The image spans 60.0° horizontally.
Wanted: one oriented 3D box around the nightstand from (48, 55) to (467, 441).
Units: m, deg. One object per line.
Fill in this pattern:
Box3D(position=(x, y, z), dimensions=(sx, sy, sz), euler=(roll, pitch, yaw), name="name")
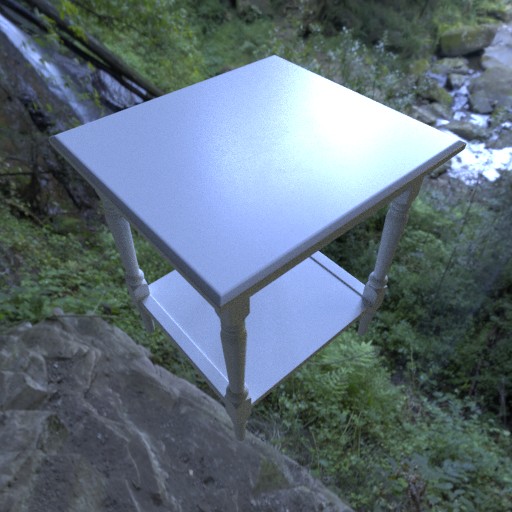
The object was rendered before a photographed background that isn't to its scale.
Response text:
Box3D(position=(0.000, 0.000, 0.918), dimensions=(0.505, 0.555, 0.459), euler=(-32, 54, -27), name="nightstand")
